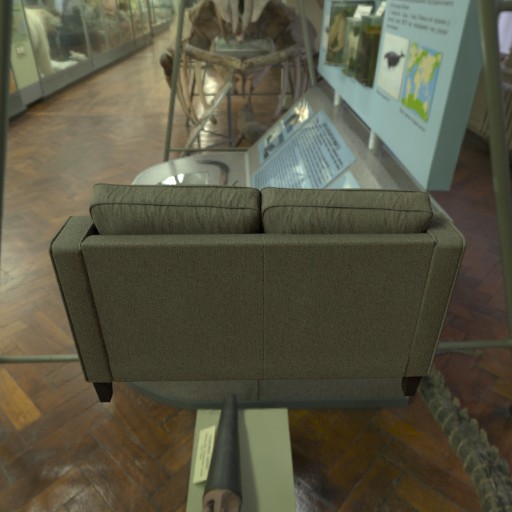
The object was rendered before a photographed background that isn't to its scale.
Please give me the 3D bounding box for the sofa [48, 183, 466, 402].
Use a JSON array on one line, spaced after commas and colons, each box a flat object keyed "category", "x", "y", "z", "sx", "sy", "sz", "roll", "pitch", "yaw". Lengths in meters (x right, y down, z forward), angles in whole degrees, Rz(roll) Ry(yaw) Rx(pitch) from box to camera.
[{"category": "sofa", "x": 0.000, "y": 0.000, "z": 2.166, "sx": 1.503, "sy": 0.981, "sz": 0.985, "roll": -1, "pitch": 30, "yaw": -1}]
